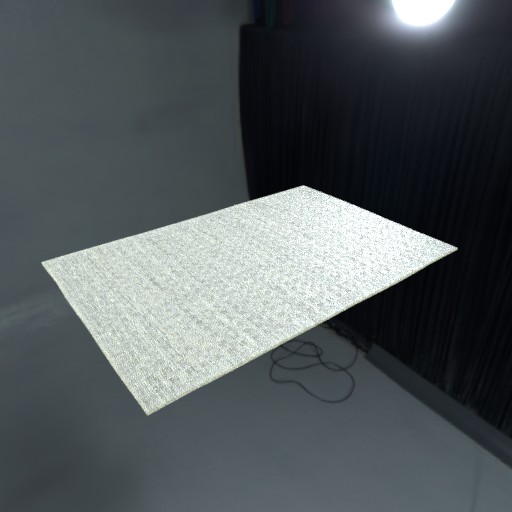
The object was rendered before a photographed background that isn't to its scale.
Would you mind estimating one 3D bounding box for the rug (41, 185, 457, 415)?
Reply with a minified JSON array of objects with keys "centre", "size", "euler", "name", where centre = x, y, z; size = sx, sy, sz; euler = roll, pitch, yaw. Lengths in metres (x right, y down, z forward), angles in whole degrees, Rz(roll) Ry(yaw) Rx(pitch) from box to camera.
[{"centre":[0.000,0.000,2.923],"size":[2.297,0.018,1.532],"euler":[-21,35,-32],"name":"rug"}]
